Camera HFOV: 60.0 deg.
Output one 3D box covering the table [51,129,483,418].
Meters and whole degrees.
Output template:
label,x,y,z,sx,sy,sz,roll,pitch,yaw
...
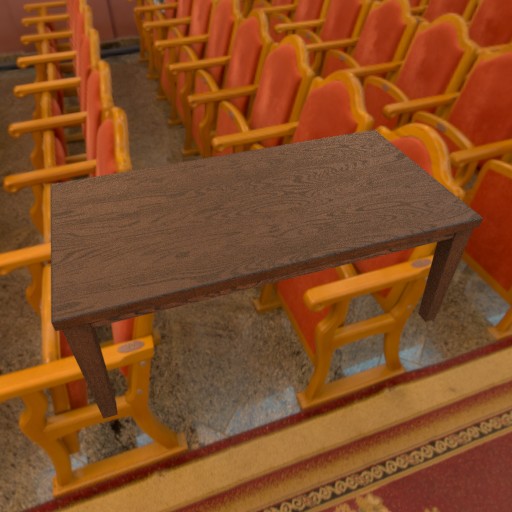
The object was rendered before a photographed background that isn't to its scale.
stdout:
label,x,y,z,sx,sy,sz,roll,pitch,yaw
table,0.000,0.000,2.514,1.981,0.762,1.016,-13,43,-14
